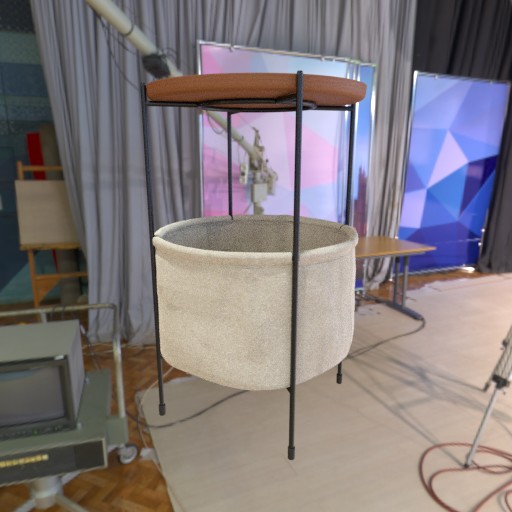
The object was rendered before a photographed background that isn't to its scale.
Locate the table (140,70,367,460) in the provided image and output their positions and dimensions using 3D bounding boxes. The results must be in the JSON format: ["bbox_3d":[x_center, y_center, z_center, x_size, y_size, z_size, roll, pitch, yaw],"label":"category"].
[{"bbox_3d":[0.000,0.000,0.871,0.393,0.623,0.393,7,16,26],"label":"table"}]
